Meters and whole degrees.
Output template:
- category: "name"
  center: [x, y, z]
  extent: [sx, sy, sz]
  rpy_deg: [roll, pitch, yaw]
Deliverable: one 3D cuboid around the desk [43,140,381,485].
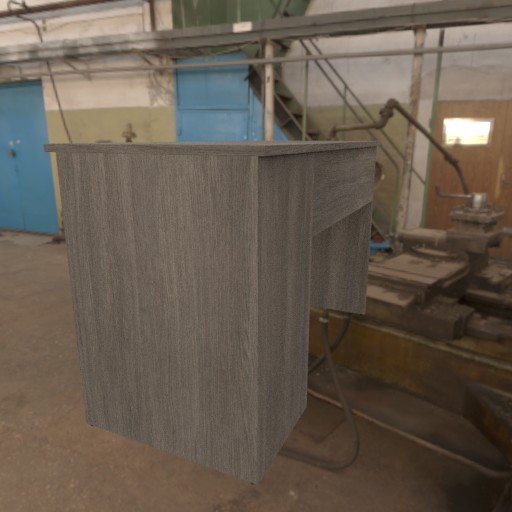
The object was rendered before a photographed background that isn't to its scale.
- category: "desk"
  center: [0.000, 0.000, 1.475]
  extent: [0.560, 0.735, 1.097]
  rpy_deg: [7, 17, 25]
